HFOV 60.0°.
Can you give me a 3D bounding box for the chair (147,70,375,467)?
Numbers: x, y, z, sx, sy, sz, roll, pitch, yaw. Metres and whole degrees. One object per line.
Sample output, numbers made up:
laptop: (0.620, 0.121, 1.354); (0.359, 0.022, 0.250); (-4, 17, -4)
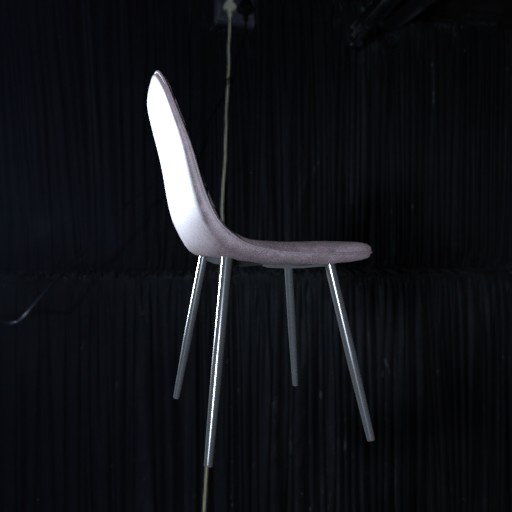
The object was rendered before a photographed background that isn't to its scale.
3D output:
chair: (0.000, 0.000, 1.209); (0.561, 0.889, 0.472); (0, 1, -19)
